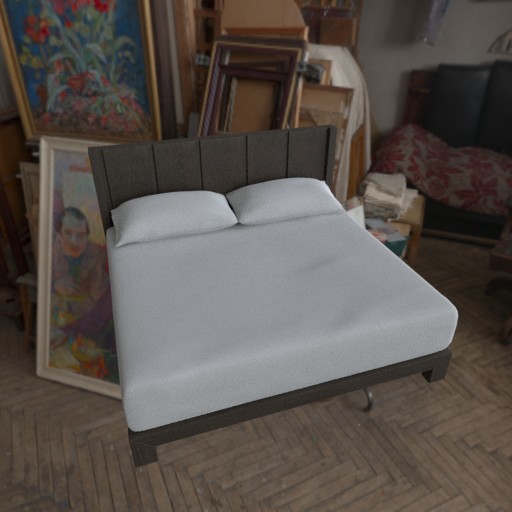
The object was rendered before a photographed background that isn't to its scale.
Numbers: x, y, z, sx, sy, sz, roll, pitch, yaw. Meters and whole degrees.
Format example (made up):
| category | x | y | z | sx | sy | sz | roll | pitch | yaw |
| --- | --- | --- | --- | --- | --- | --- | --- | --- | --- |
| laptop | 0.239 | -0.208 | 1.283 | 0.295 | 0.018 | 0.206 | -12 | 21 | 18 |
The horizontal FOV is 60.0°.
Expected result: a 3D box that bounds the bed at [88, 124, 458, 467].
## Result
| category | x | y | z | sx | sy | sz | roll | pitch | yaw |
| --- | --- | --- | --- | --- | --- | --- | --- | --- | --- |
| bed | 0.000 | 0.000 | 3.311 | 2.134 | 1.270 | 2.012 | -10 | 33 | -16 |
